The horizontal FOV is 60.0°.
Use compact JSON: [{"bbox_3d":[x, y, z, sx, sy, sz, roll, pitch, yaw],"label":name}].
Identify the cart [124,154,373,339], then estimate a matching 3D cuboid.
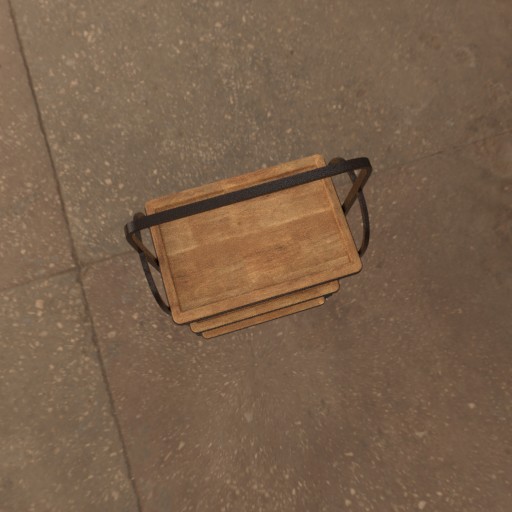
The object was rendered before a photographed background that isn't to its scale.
[{"bbox_3d":[0.000,0.000,1.299,0.553,1.001,0.327,-16,77,-4],"label":"cart"}]
